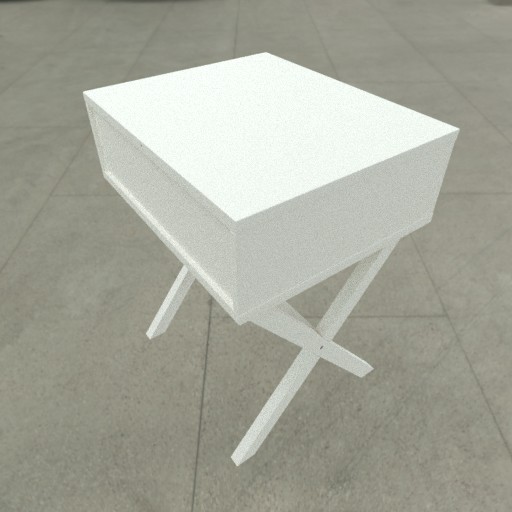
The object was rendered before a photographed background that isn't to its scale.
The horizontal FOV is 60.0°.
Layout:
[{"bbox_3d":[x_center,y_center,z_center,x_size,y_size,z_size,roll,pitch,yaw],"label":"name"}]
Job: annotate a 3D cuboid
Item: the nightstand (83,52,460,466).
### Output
[{"bbox_3d":[0.000,0.000,0.916,0.402,0.623,0.479,-25,46,-27],"label":"nightstand"}]
